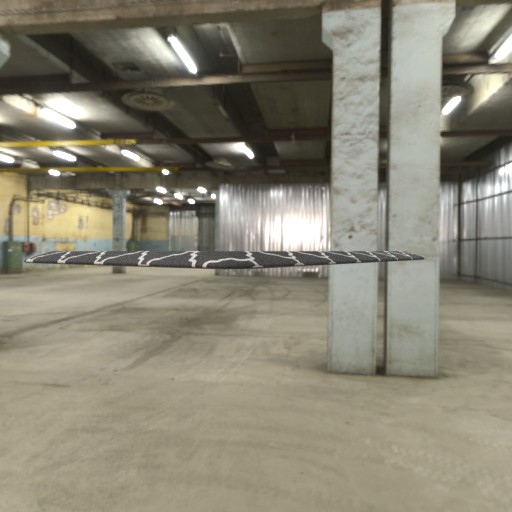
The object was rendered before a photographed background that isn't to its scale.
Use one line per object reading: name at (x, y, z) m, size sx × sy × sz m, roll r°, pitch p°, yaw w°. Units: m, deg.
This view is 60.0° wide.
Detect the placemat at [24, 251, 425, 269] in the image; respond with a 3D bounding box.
placemat at (0.000, 0.000, 0.950) m, size 0.508 × 0.021 × 0.762 m, roll 0°, pitch 1°, yaw 37°
